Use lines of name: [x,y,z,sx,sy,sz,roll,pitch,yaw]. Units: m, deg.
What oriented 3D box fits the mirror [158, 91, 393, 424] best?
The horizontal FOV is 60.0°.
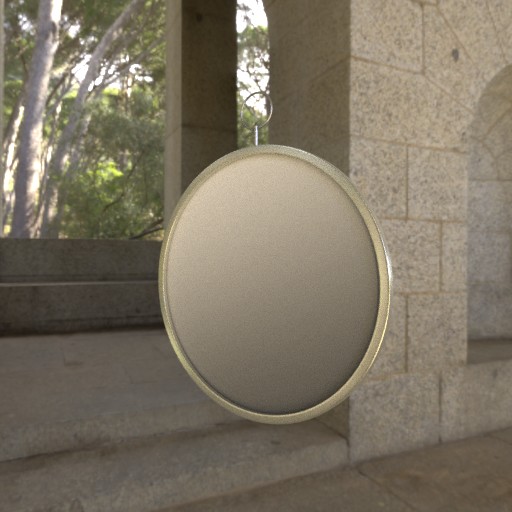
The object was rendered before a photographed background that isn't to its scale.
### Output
mirror: [0.000,0.000,0.964,0.594,0.713,0.020,0,0,35]
